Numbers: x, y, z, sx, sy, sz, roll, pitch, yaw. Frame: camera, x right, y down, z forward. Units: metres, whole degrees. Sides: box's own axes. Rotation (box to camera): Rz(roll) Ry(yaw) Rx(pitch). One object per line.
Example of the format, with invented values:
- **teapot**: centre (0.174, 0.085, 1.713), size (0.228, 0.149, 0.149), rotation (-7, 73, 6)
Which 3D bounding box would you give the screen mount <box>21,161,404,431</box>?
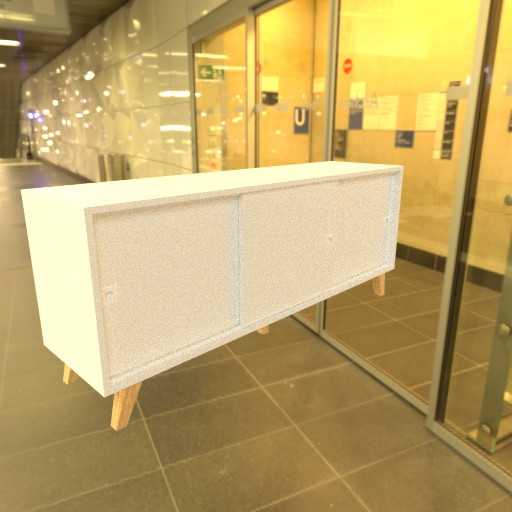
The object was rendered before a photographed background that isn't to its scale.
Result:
- **screen mount**: centre (0.000, 0.000, 1.716), size (0.400, 0.619, 1.490), rotation (16, 23, 43)
